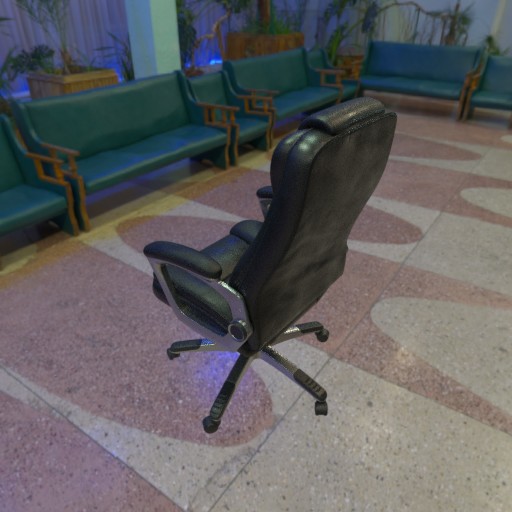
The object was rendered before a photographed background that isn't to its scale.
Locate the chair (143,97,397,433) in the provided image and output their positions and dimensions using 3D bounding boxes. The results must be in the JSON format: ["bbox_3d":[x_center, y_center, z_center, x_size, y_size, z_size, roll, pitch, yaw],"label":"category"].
[{"bbox_3d":[0.000,0.000,1.510,0.689,1.075,0.697,22,37,32],"label":"chair"}]
